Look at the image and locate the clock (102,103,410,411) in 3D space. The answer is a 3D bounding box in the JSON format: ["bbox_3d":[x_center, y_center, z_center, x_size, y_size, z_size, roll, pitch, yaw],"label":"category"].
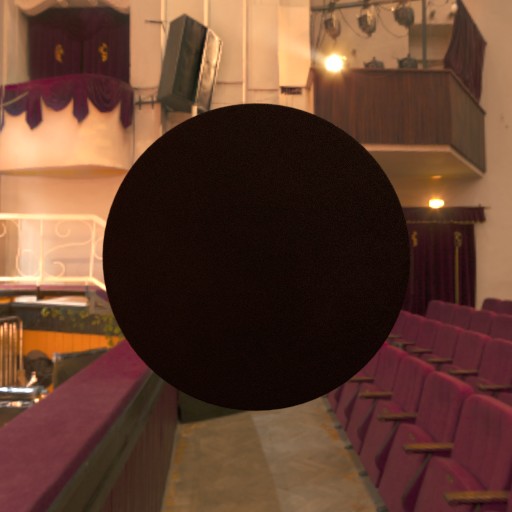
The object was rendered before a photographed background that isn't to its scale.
[{"bbox_3d":[0.000,0.000,0.464,0.314,0.314,0.029,0,-2,0],"label":"clock"}]
